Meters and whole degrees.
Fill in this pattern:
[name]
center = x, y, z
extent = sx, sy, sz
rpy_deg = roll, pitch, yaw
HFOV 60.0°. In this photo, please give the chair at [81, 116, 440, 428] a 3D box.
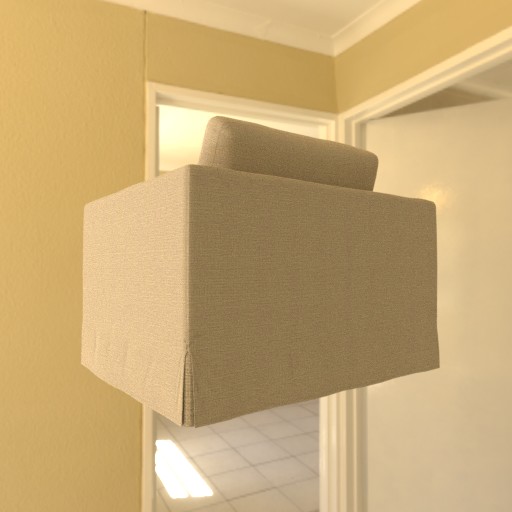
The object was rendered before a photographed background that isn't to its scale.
[chair]
center = 0.000, 0.000, 1.799
extent = 1.150, 0.878, 0.957
rpy_deg = 1, -2, -37
